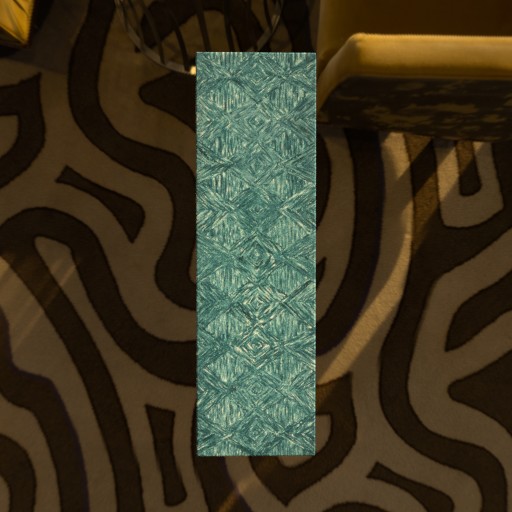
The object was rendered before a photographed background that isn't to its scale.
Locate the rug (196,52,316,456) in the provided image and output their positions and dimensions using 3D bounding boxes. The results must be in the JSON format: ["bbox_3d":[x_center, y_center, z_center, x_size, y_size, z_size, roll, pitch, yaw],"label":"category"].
[{"bbox_3d":[0.000,0.000,2.514,0.676,0.016,2.286,0,91,-1],"label":"rug"}]
